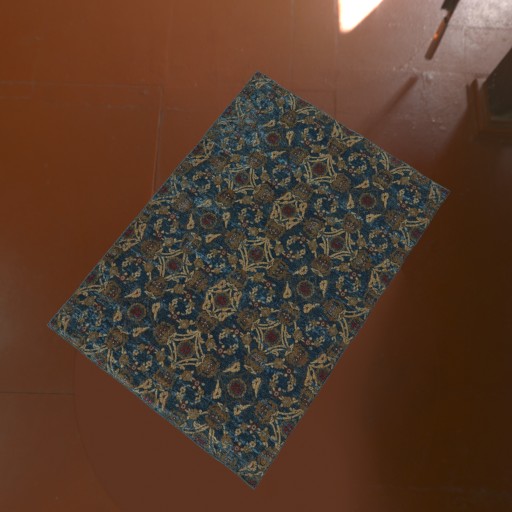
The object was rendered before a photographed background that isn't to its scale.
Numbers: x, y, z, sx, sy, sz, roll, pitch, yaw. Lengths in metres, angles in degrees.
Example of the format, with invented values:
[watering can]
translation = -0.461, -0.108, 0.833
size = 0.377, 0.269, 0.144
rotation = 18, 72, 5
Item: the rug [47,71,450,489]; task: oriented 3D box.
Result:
[rug]
translation = 0.000, 0.000, 4.198
size = 2.337, 0.013, 3.291
rotation = 35, 79, 8
